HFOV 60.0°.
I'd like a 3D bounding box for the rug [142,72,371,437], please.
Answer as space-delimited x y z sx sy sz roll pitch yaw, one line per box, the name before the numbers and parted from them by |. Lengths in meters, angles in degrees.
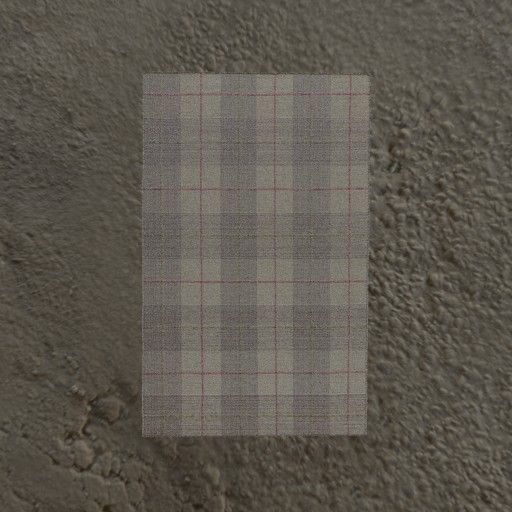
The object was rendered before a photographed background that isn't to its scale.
rug | 0.000 0.000 3.002 1.549 0.010 2.464 0 91 -1
